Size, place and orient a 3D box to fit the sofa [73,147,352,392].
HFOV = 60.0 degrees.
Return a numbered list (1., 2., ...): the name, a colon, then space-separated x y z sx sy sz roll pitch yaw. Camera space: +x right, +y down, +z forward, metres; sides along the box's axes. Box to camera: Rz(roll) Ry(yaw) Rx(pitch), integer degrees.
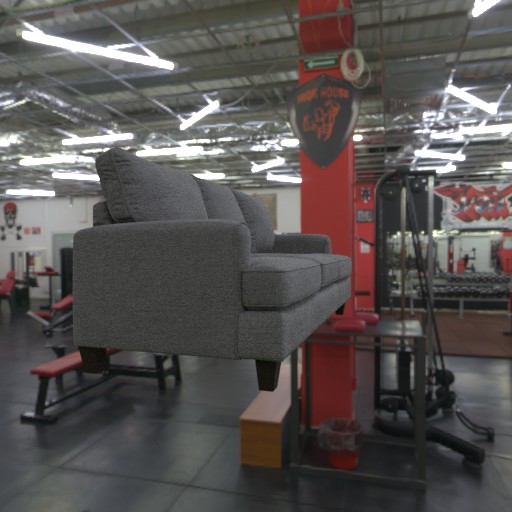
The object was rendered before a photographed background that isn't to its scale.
1. sofa: 0.000 0.000 2.716 0.951 0.965 2.158 0 1 18
